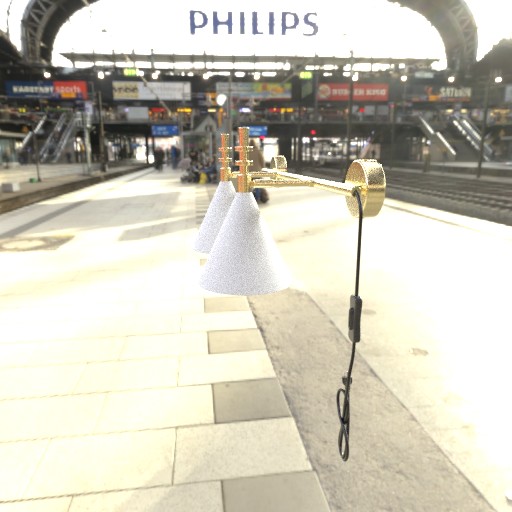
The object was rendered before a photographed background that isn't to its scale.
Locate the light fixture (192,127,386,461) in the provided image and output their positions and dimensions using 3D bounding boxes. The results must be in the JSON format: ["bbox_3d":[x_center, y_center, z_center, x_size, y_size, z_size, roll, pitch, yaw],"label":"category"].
[{"bbox_3d":[0.000,0.000,0.863,0.239,0.468,0.642,-2,13,-10],"label":"light fixture"}]
